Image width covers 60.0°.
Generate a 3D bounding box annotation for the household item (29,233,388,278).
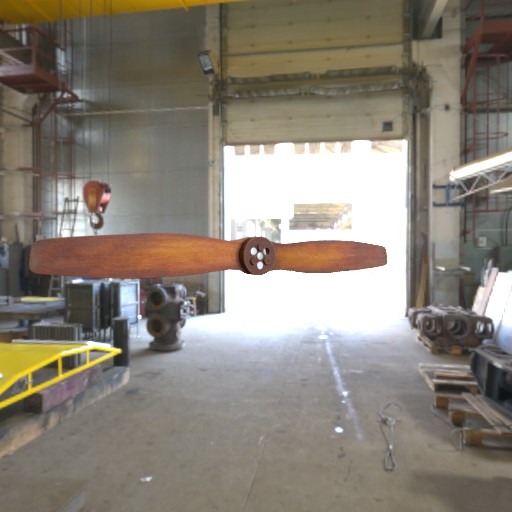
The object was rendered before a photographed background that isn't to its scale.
[{"bbox_3d":[0.000,0.000,1.282,1.181,0.121,0.051,0,1,-35],"label":"household item"}]
